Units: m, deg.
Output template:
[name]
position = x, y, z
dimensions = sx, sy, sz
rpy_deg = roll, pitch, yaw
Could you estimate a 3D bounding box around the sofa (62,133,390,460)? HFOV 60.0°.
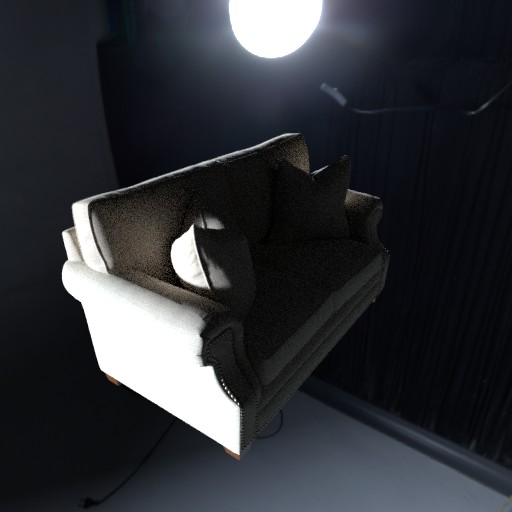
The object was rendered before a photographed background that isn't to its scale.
[sofa]
position = 0.000, 0.000, 2.328
dimensions = 0.966, 0.966, 1.701
rpy_deg = 18, 32, 31
